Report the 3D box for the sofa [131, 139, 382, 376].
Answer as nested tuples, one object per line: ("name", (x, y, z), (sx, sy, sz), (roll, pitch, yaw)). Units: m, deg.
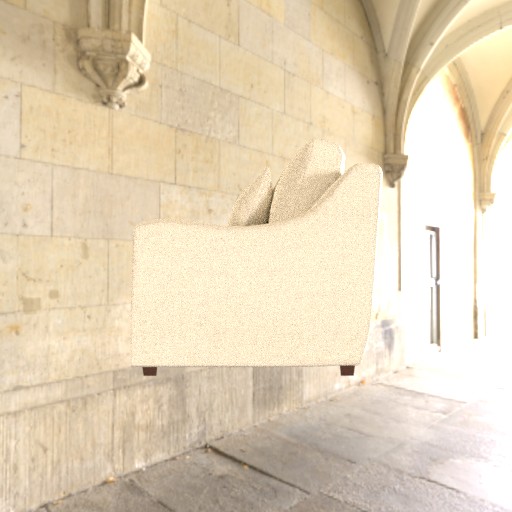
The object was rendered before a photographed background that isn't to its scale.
("sofa", (0.000, 0.000, 2.960), (1.009, 1.022, 2.470), (0, -1, 0))
